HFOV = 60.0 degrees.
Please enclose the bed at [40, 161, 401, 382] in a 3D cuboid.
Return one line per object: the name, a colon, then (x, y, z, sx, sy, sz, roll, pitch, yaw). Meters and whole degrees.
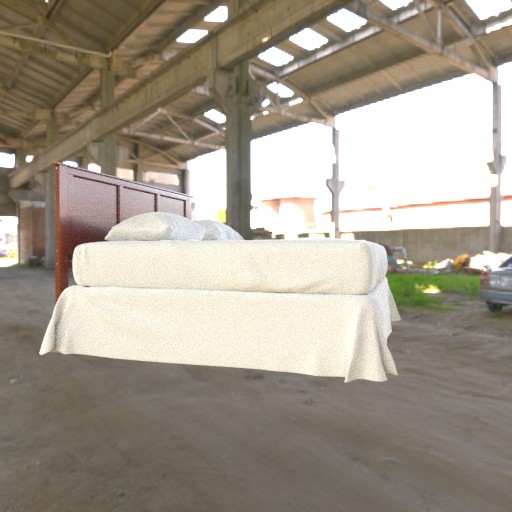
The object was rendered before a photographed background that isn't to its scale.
bed: (0.000, 0.000, 3.584, 2.219, 1.271, 2.314, 0, 1, 19)
